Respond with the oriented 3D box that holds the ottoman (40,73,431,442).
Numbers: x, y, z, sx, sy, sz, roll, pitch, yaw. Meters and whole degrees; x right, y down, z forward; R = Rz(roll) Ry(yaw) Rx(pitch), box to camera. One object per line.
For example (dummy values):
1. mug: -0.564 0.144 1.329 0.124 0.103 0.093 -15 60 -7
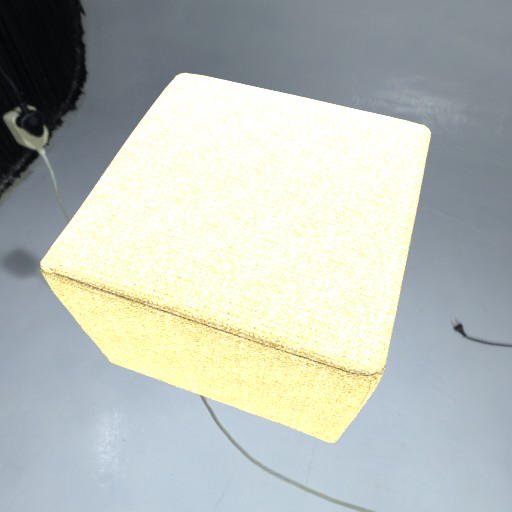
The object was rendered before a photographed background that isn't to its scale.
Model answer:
1. ottoman: 0.000 0.000 0.878 0.512 0.441 0.505 16 59 10
